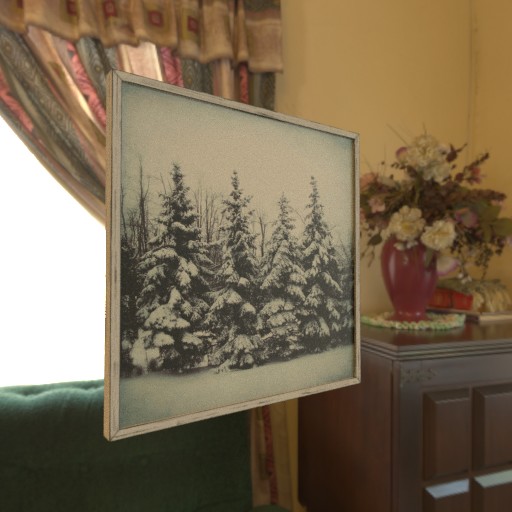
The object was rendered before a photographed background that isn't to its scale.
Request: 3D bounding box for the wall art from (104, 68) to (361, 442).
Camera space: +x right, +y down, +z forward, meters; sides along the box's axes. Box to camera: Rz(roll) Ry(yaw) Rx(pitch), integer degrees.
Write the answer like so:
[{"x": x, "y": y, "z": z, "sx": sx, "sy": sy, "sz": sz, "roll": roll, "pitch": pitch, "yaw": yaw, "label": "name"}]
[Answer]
[{"x": 0.000, "y": 0.000, "z": 1.142, "sx": 0.761, "sy": 0.761, "sz": 0.037, "roll": 1, "pitch": -2, "yaw": -36, "label": "wall art"}]
